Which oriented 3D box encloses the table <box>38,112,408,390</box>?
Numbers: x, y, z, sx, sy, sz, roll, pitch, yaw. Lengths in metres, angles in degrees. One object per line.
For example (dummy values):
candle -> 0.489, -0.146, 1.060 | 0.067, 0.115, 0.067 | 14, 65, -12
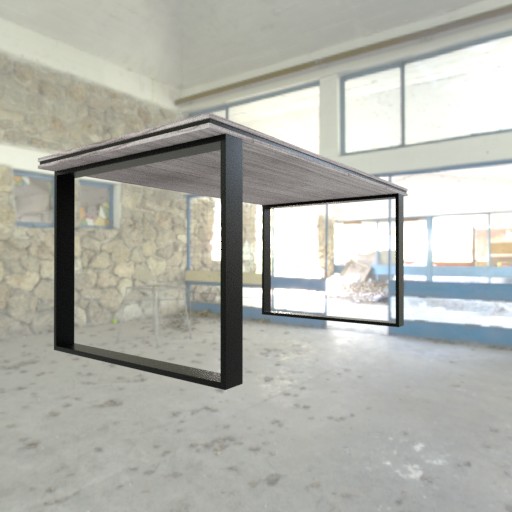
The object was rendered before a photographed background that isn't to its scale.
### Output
table -> 0.000, 0.000, 2.043 | 0.881, 0.736, 1.579 | 0, 0, 37
